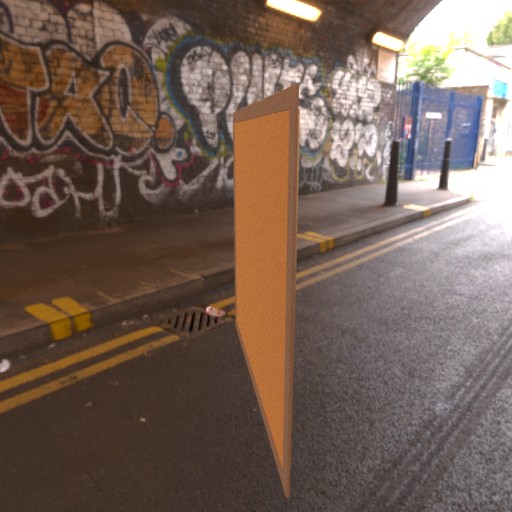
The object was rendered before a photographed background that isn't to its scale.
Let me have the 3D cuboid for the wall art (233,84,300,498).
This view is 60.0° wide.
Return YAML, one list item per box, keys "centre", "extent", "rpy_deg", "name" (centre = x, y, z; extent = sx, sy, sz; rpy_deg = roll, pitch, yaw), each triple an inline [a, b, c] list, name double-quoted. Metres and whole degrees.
- centre: [0.000, 0.000, 1.638]
  extent: [0.025, 1.067, 1.168]
  rpy_deg: [-2, 15, -9]
  name: "wall art"
